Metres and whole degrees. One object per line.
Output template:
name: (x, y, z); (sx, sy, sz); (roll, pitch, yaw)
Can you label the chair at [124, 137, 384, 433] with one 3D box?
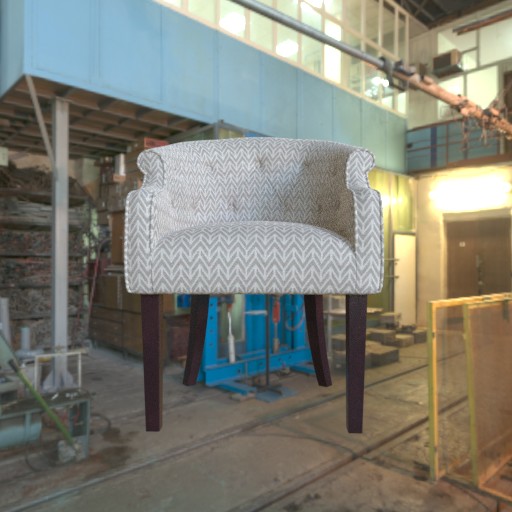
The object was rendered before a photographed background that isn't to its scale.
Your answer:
chair: (0.000, 0.000, 1.335); (0.686, 0.858, 0.613); (0, -1, 1)
